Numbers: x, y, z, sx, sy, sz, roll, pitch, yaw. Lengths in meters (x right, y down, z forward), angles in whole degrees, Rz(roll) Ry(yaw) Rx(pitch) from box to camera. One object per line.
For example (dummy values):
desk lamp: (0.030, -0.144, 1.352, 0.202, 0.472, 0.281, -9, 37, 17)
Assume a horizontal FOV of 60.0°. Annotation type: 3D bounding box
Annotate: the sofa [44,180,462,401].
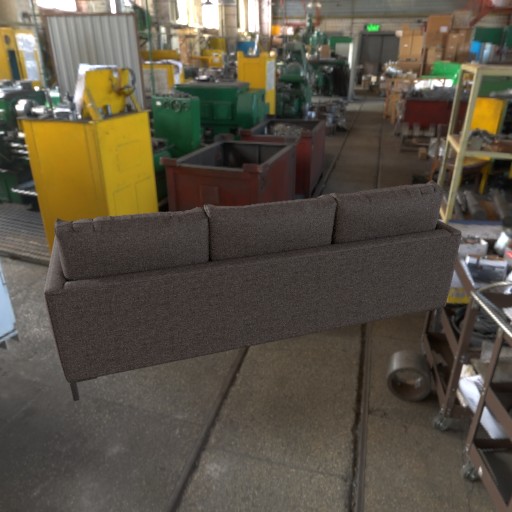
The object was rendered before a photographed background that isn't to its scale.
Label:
sofa: (0.000, 0.000, 2.676, 2.253, 0.882, 0.876, -8, 26, -17)
